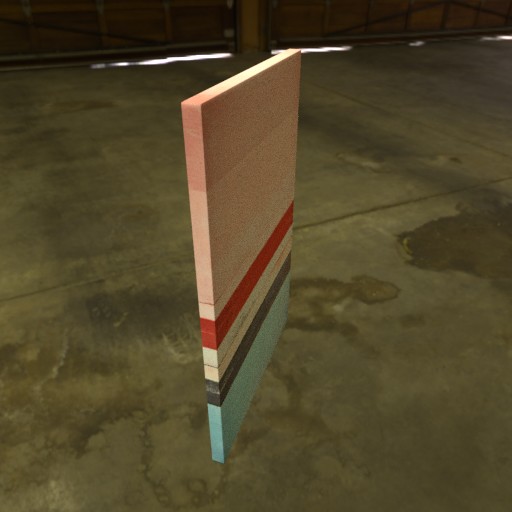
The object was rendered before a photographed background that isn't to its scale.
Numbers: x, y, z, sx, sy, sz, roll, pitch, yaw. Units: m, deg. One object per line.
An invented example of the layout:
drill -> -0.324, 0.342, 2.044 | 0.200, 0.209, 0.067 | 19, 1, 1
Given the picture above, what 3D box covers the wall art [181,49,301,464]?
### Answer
wall art -> 0.000, 0.000, 1.160 | 0.038, 0.914, 0.610 | 11, 34, 16
